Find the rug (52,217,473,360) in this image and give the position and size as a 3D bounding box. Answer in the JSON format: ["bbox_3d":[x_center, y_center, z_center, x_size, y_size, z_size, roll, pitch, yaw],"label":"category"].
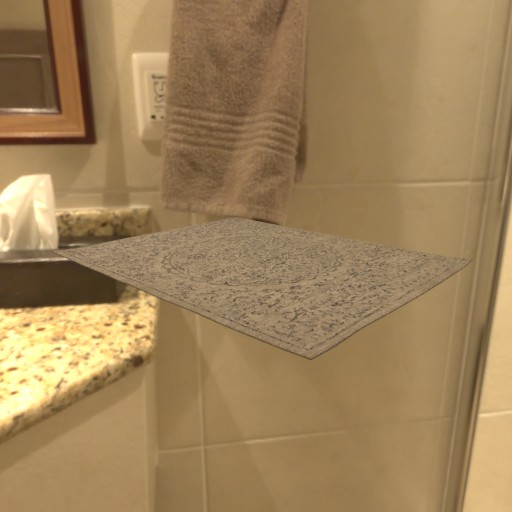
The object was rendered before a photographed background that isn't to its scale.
[{"bbox_3d":[0.000,0.000,3.911,2.925,0.026,2.343,14,21,41],"label":"rug"}]
